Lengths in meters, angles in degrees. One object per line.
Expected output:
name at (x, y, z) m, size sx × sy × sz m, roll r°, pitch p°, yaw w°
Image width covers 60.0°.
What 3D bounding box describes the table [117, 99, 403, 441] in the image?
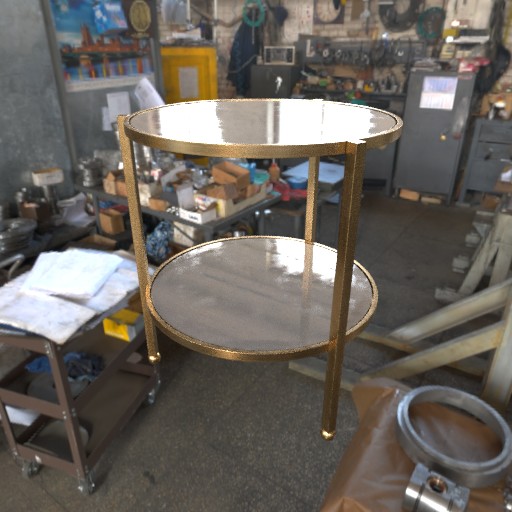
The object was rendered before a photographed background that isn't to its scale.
table at (0.000, 0.000, 0.441) m, size 0.243 × 0.269 × 0.231 m, roll 0°, pitch 26°, yaw 0°
